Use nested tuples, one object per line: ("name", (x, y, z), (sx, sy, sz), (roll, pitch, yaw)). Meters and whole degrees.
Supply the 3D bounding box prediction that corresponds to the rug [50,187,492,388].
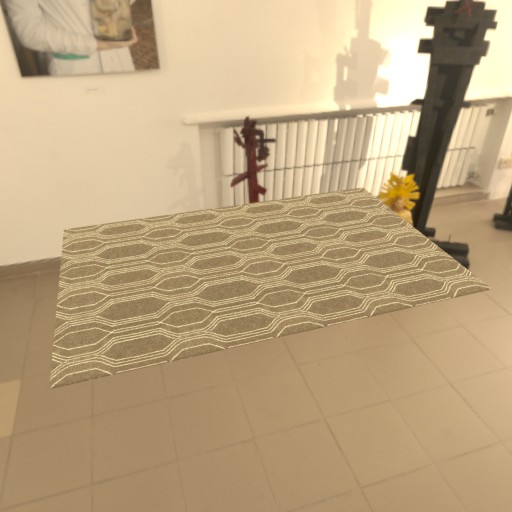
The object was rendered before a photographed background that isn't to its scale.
("rug", (0.000, 0.000, 2.938), (2.457, 0.012, 1.541), (-10, 34, -15))
